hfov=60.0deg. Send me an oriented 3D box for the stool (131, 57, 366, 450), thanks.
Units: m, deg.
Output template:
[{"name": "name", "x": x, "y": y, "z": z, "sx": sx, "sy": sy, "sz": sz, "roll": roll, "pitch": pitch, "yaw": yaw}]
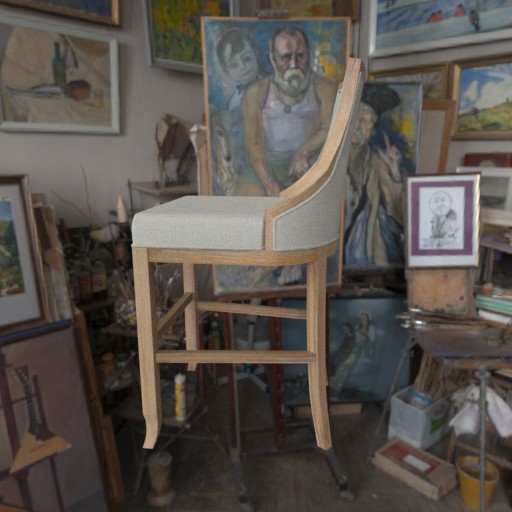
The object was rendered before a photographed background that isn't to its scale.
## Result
[{"name": "stool", "x": 0.000, "y": 0.000, "z": 1.434, "sx": 0.626, "sy": 1.101, "sz": 0.524, "roll": 2, "pitch": 13, "yaw": 7}]
